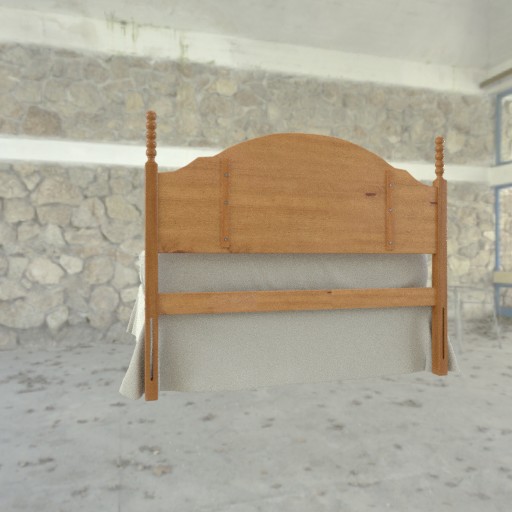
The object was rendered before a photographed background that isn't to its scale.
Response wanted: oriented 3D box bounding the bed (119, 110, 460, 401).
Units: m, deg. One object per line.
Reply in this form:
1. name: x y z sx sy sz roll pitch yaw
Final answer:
1. bed: 0.000 0.000 3.243 1.873 1.356 2.040 0 0 -16
